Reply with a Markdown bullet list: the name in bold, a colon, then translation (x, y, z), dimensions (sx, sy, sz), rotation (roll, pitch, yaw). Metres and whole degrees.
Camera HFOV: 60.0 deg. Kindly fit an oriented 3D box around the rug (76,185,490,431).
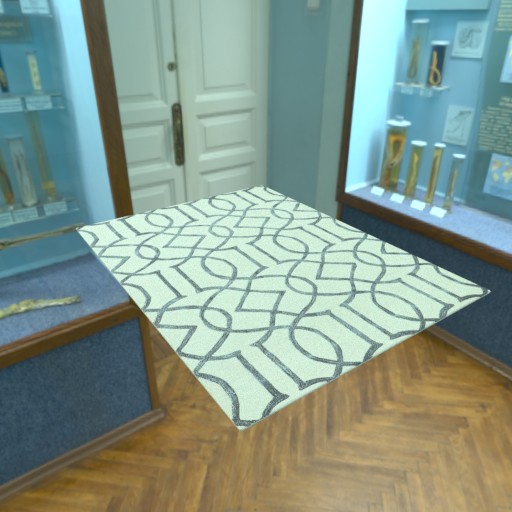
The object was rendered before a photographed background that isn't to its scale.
- **rug**: translation (0.000, 0.000, 3.770), dimensions (2.211, 0.021, 2.910), rotation (-18, 33, -30)
